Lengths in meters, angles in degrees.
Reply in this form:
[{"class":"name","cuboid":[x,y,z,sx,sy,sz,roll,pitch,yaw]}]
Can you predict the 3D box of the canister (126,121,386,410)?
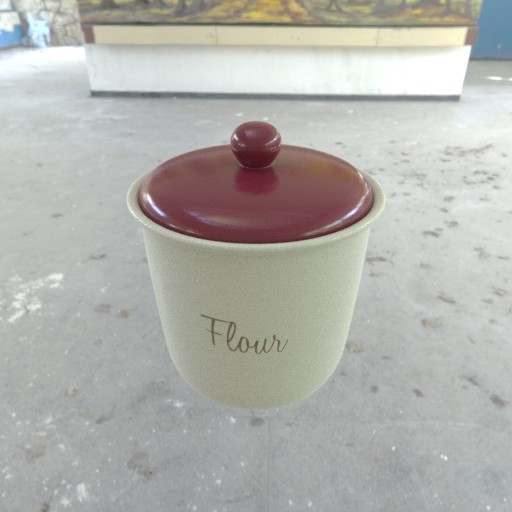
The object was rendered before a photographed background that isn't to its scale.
[{"class":"canister","cuboid":[0.000,0.000,0.350,0.182,0.208,0.182,0,31,0]}]
